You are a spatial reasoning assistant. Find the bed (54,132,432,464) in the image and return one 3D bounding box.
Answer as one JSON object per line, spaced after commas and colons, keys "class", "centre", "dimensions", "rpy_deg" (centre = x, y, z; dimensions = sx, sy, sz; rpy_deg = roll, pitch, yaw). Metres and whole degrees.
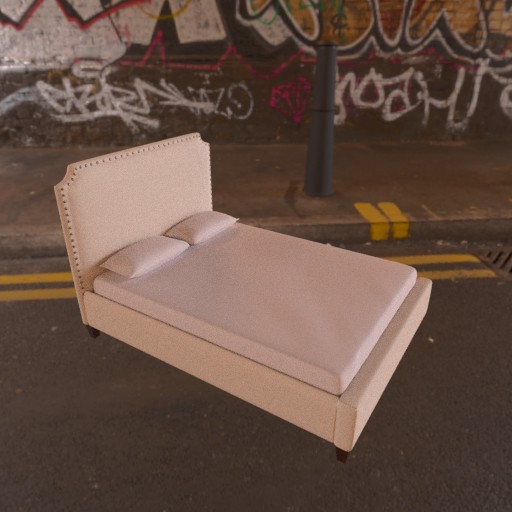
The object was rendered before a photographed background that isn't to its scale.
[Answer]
{"class": "bed", "centre": [0.000, 0.000, 3.461], "dimensions": [2.372, 1.443, 1.712], "rpy_deg": [16, 31, 29]}
